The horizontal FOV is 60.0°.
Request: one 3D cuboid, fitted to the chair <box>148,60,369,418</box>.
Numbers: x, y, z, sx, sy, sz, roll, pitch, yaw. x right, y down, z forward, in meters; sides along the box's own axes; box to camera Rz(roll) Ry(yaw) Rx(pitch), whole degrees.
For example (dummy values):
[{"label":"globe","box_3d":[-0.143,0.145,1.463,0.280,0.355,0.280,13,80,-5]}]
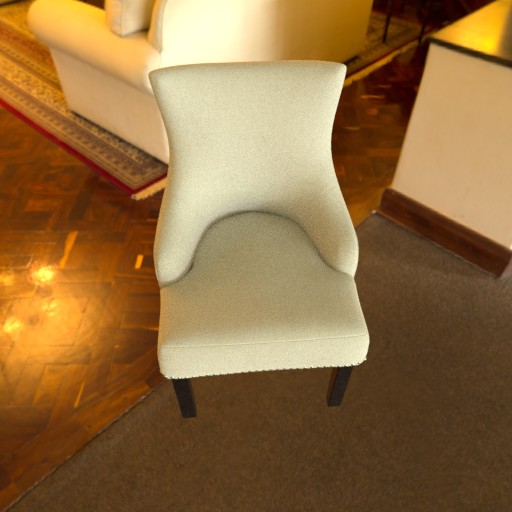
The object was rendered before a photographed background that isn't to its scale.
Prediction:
[{"label":"chair","box_3d":[0.000,0.000,1.297,0.566,0.909,0.629,-3,47,-3]}]
